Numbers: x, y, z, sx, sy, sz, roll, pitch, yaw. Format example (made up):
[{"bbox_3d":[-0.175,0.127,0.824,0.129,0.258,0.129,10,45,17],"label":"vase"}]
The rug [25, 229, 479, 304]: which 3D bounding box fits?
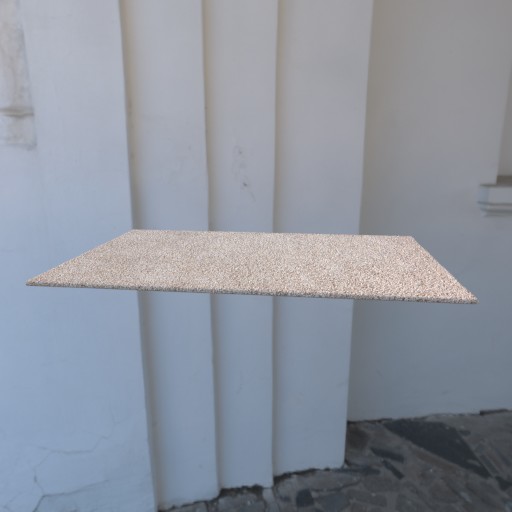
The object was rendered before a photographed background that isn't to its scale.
[{"bbox_3d":[0.000,0.000,3.495,2.743,0.030,1.778,2,14,7],"label":"rug"}]
